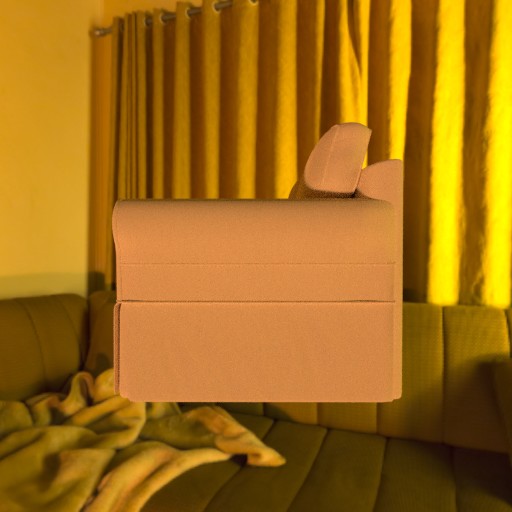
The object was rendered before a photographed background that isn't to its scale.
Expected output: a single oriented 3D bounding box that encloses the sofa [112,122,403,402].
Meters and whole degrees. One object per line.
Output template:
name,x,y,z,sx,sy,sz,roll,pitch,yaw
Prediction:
sofa,0.000,0.000,2.268,0.991,0.940,1.727,0,1,0
